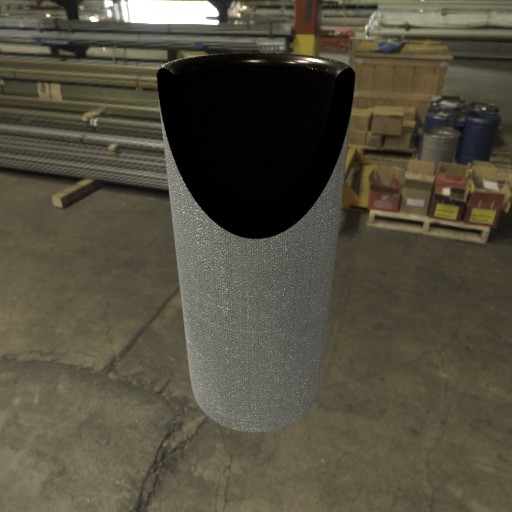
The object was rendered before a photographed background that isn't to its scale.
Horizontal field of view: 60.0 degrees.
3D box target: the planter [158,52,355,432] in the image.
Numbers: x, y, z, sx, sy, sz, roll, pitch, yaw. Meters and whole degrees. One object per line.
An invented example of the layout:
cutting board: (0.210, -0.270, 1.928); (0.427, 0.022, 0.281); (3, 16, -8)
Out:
planter: (0.000, 0.000, 0.129); (0.045, 0.103, 0.045); (10, 34, 16)
